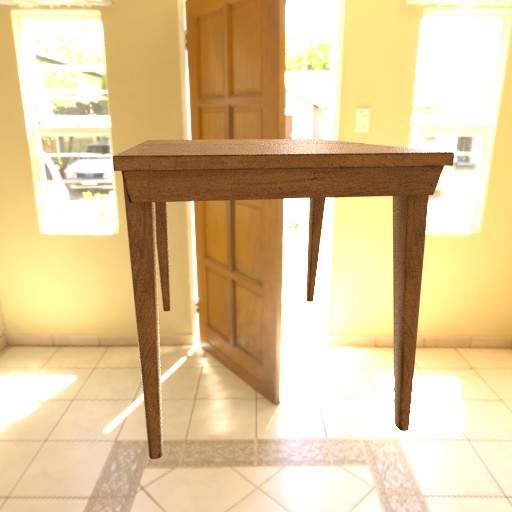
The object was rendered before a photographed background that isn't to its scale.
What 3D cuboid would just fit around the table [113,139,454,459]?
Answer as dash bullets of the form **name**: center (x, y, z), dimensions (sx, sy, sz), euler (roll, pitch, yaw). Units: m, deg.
- **table**: center (0.000, 0.000, 1.553), dimensions (0.757, 0.760, 1.027), euler (-3, 17, -9)
